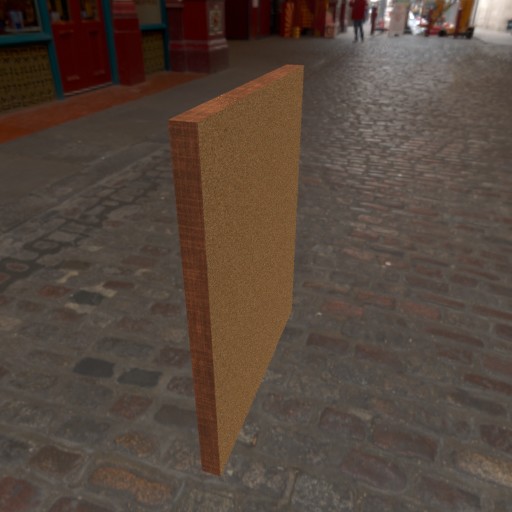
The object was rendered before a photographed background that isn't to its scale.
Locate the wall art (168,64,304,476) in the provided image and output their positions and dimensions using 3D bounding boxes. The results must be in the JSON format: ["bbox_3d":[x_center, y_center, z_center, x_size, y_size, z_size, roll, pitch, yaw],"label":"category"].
[{"bbox_3d":[0.000,0.000,0.776,0.033,0.567,0.467,9,31,16],"label":"wall art"}]
